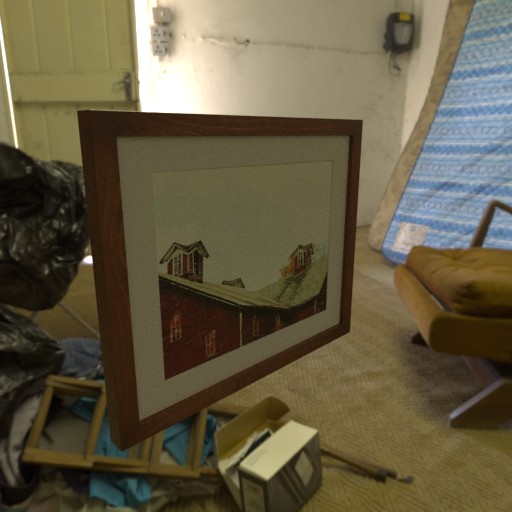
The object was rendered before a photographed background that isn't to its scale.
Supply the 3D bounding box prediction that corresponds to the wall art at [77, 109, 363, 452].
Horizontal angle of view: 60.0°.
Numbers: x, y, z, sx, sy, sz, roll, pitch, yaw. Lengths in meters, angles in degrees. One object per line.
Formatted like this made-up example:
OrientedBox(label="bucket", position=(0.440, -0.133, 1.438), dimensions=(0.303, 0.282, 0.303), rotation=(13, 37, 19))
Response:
OrientedBox(label="wall art", position=(0.000, 0.000, 0.760), dimensions=(0.558, 0.457, 0.033), rotation=(-15, 21, -42))
